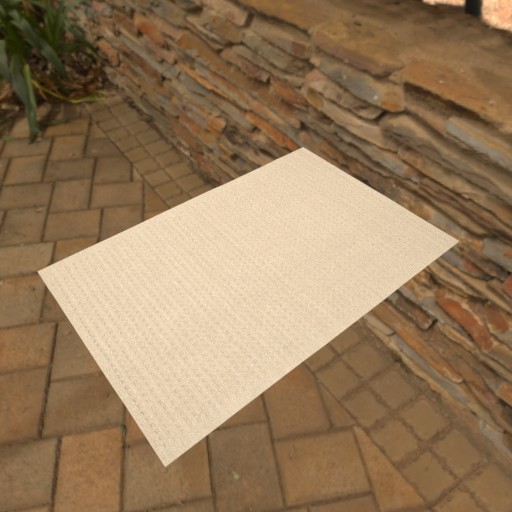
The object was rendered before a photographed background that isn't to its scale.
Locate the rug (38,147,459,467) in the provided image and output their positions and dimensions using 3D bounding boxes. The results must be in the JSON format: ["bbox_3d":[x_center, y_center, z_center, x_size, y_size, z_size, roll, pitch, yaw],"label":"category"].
[{"bbox_3d":[0.000,0.000,2.873,2.289,0.006,1.523,-30,53,-27],"label":"rug"}]
